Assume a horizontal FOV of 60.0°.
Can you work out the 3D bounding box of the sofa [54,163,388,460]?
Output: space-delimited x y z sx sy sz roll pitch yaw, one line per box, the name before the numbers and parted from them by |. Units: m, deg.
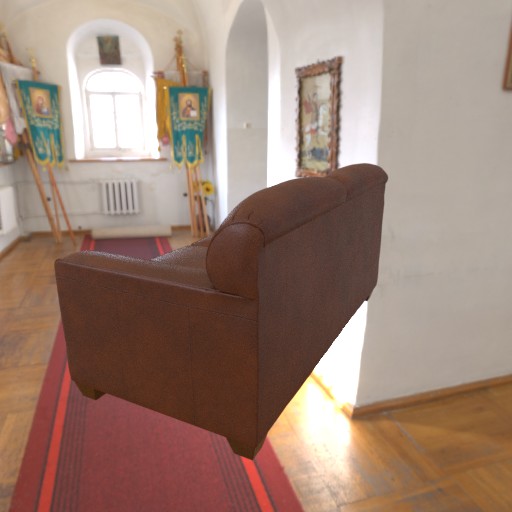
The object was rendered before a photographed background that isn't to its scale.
sofa | 0.000 0.000 2.421 1.000 0.966 1.856 9 19 26
